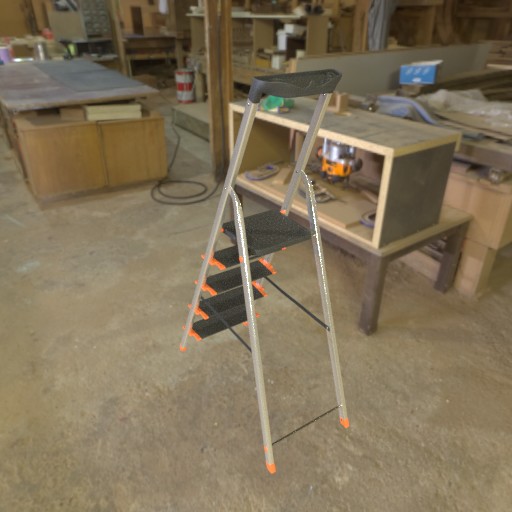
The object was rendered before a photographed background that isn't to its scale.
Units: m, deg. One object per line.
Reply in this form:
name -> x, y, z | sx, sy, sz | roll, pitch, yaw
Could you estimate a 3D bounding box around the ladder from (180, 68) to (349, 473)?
ladder -> 0.000, 0.000, 2.059 | 0.480, 1.646, 0.995 | -18, 35, -28
